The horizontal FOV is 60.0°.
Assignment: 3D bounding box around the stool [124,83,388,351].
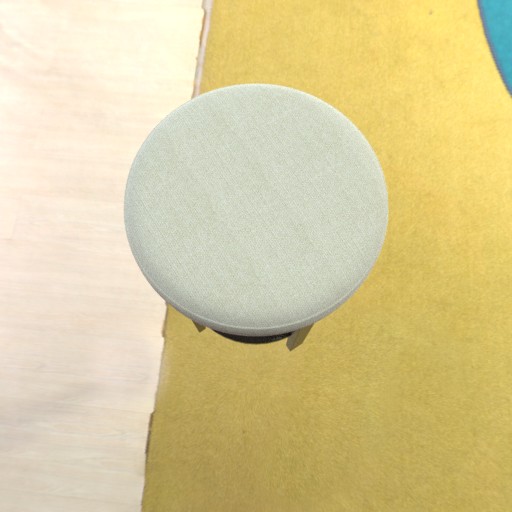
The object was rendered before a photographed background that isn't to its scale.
[{"bbox_3d":[0.000,0.000,1.039,0.446,0.758,0.446,0,75,0],"label":"stool"}]
